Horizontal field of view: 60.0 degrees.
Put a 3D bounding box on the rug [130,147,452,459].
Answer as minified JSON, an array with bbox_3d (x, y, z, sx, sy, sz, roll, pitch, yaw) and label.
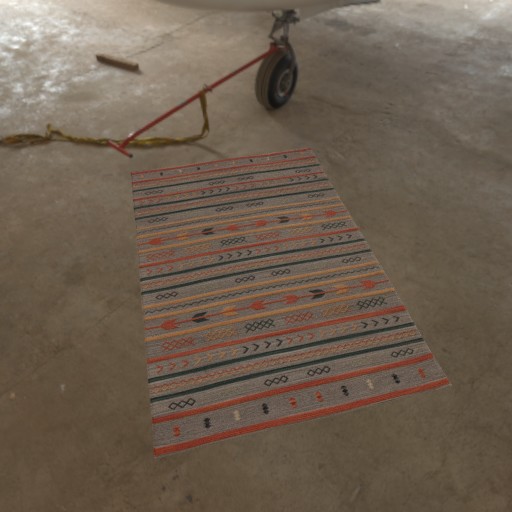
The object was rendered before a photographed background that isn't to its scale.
[{"bbox_3d":[0.000,0.000,2.339,1.220,0.017,1.835,-10,47,-9],"label":"rug"}]
